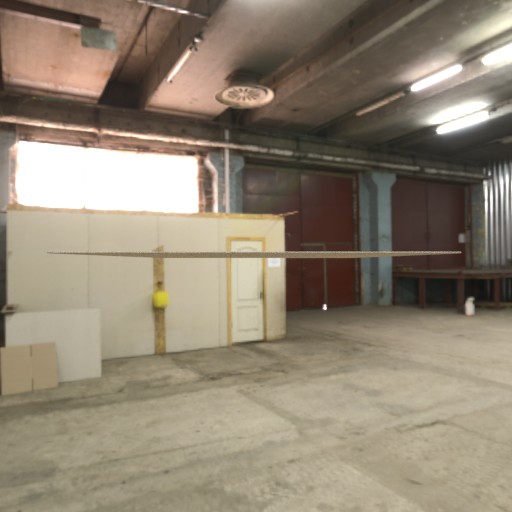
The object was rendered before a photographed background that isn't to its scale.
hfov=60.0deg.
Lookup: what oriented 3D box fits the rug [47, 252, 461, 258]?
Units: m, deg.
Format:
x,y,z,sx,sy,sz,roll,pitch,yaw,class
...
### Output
x,y,z,sx,sy,sz,roll,pitch,yaw,class
0.000,0.000,3.885,2.313,0.009,2.939,0,-1,1,rug
